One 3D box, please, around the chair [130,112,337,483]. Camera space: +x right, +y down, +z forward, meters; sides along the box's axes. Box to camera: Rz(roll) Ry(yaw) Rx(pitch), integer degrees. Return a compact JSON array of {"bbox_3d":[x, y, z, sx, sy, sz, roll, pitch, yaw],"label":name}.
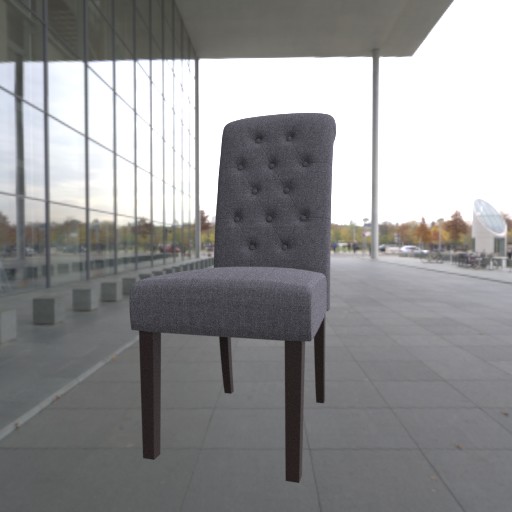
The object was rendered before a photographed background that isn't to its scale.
[{"bbox_3d":[0.000,0.000,1.352,0.456,1.006,0.671,0,2,17],"label":"chair"}]
